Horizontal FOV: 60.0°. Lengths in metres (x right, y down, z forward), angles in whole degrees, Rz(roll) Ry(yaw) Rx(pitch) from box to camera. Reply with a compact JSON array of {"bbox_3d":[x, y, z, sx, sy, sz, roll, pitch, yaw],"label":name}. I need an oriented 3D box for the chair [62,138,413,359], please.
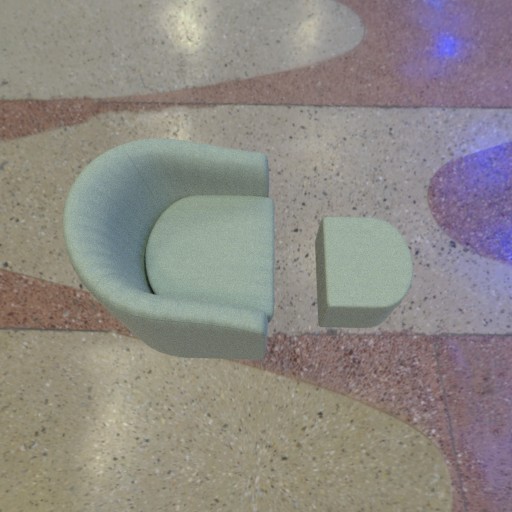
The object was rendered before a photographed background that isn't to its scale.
[{"bbox_3d":[0.000,0.000,1.803,1.288,0.757,0.756,1,64,1],"label":"chair"}]
